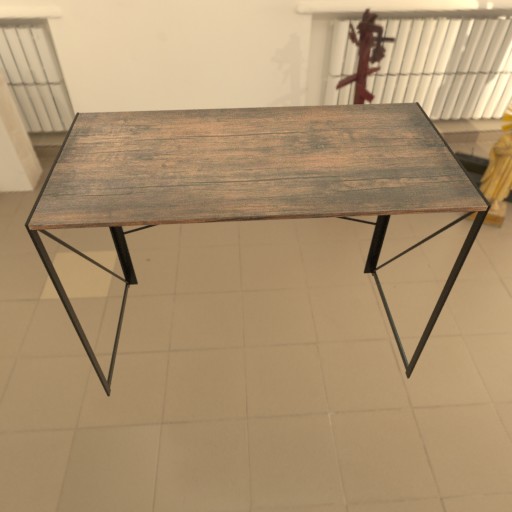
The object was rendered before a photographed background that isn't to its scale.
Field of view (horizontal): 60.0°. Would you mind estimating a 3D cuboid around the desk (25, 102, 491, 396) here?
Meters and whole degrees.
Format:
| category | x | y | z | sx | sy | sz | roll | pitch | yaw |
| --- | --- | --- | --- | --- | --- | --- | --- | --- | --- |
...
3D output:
| category | x | y | z | sx | sy | sz | roll | pitch | yaw |
| --- | --- | --- | --- | --- | --- | --- | --- | --- | --- |
| desk | 0.000 | 0.000 | 1.402 | 1.015 | 0.747 | 0.505 | -3 | 45 | -3 |
